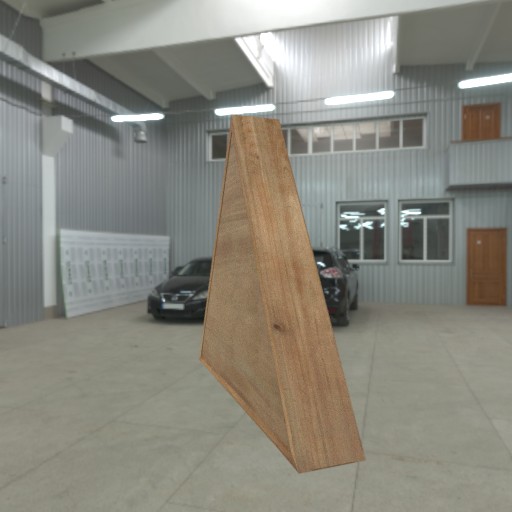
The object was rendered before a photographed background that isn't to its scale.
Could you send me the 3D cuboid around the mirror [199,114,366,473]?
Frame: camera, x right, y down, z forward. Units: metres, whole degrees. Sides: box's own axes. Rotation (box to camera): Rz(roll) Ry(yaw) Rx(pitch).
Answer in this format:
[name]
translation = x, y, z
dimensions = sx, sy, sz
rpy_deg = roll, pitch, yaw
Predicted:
[mirror]
translation = 0.000, 0.000, 0.876
dimensions = 0.100, 0.548, 0.631
rpy_deg = 0, 1, -19
